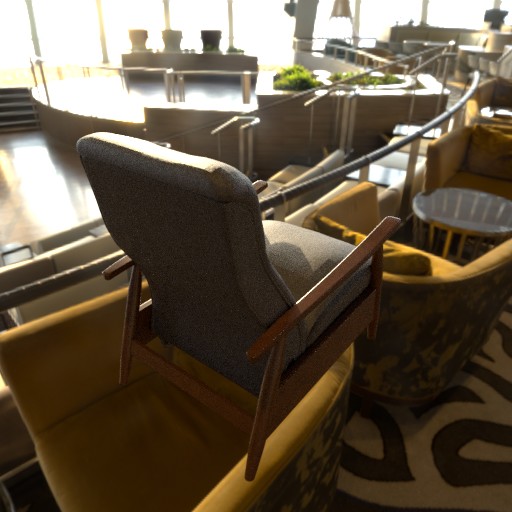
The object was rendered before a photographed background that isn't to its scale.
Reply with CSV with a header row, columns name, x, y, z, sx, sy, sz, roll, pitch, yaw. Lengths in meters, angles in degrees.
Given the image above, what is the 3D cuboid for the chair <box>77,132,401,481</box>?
name,x,y,z,sx,sy,sz,roll,pitch,yaw
chair,0.000,0.000,1.769,0.762,1.081,1.014,22,36,33
